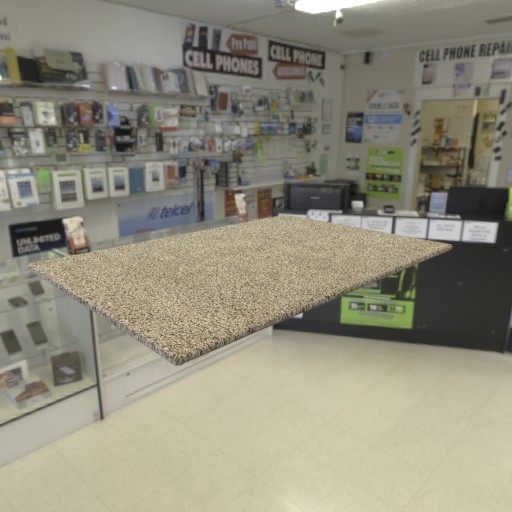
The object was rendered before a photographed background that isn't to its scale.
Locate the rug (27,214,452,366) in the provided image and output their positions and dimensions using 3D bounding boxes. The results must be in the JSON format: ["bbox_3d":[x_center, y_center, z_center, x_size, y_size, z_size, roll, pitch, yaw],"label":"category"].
[{"bbox_3d":[0.000,0.000,2.220,1.778,0.030,1.219,-15,22,-42],"label":"rug"}]
